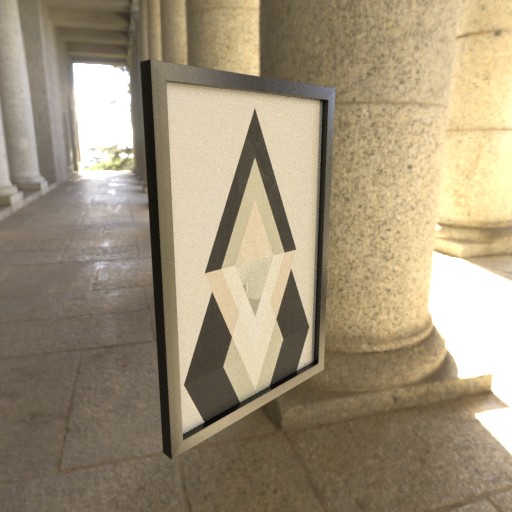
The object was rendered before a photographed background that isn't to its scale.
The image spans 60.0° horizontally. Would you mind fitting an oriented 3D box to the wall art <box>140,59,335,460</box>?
[{"bbox_3d":[0.000,0.000,0.603,0.019,0.455,0.314,13,19,43],"label":"wall art"}]
